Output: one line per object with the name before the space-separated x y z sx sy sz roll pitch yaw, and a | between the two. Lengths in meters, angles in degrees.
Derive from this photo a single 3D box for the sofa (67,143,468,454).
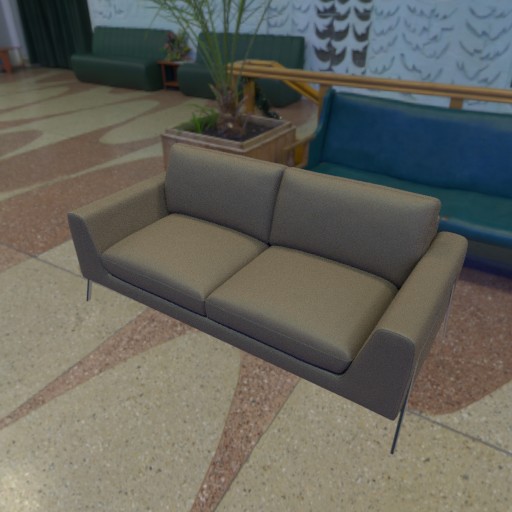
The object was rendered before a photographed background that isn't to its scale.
sofa | 0.000 0.000 2.487 2.017 0.875 0.953 19 36 28
